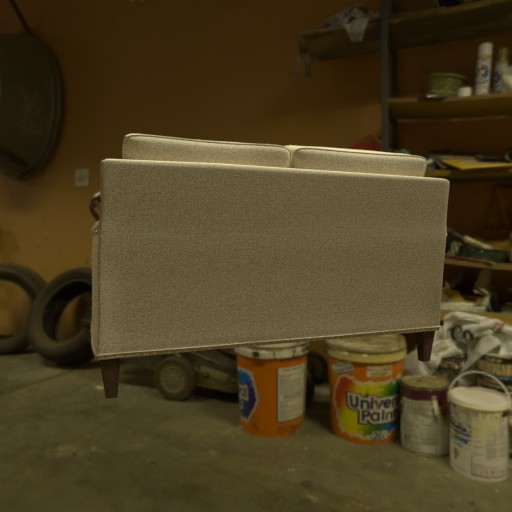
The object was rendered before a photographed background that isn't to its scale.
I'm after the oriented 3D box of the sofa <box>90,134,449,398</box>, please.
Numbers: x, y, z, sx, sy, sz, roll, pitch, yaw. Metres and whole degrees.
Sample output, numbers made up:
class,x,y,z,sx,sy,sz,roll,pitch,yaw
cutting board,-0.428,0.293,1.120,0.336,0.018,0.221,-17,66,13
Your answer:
class,x,y,z,sx,sy,sz,roll,pitch,yaw
sofa,0.000,0.000,2.266,1.597,1.003,1.084,-1,2,-20
